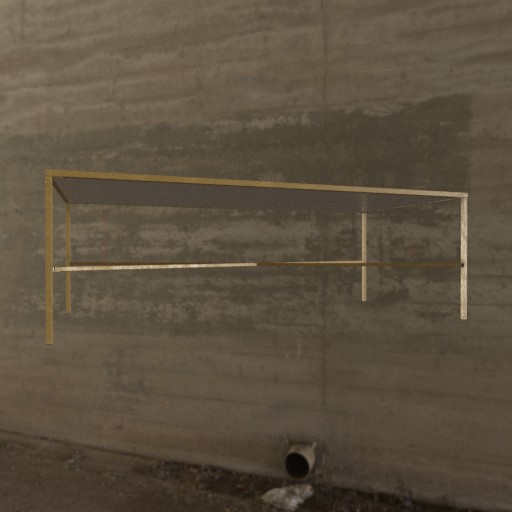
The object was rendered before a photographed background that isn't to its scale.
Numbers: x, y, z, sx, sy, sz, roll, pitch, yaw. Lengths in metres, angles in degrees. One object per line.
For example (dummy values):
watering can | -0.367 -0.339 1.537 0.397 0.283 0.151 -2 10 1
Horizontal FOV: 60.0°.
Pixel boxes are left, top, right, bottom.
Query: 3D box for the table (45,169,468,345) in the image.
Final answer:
table | 0.000 0.000 1.471 1.206 0.398 0.580 0 0 -19
